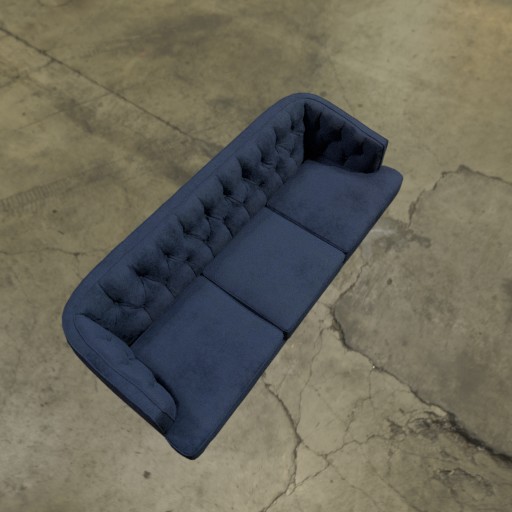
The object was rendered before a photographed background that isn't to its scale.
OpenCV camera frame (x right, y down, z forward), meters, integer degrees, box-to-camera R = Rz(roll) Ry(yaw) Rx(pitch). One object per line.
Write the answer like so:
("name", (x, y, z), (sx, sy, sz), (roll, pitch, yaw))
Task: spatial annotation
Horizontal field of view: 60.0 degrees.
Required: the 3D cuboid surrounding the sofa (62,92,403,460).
("sofa", (0.000, 0.000, 2.774), (0.941, 0.855, 2.278), (33, 64, 18))
